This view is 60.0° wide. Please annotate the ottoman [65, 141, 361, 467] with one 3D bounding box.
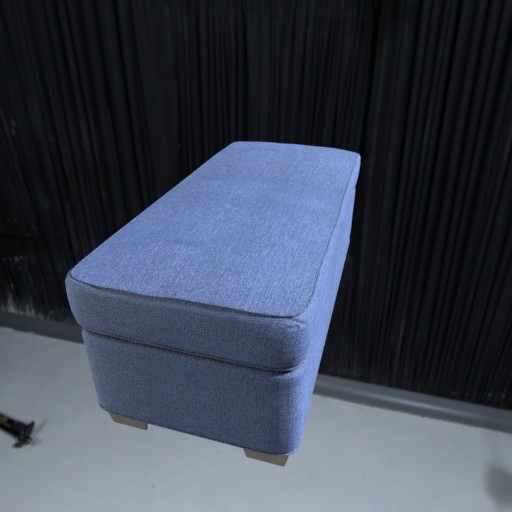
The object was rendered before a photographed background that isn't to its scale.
[{"bbox_3d":[0.000,0.000,1.376,0.515,0.460,1.110,8,31,14],"label":"ottoman"}]
